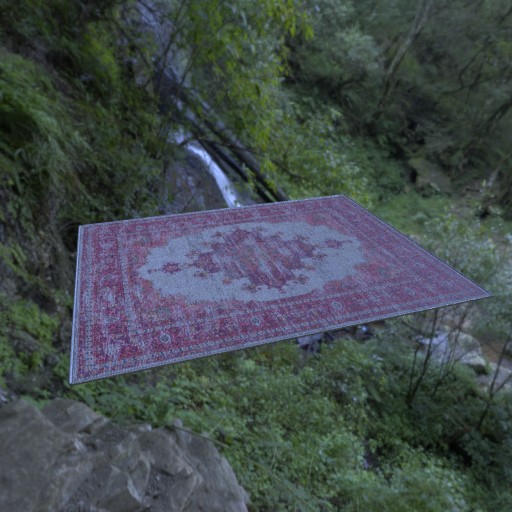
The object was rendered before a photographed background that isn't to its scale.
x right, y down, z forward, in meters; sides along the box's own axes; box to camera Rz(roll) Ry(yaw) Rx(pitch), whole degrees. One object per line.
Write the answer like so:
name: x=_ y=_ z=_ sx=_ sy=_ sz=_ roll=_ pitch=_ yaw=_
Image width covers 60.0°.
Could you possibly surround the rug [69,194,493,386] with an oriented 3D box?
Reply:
rug: x=0.000 y=0.000 z=4.060 sx=3.123 sy=0.017 sz=2.447 roll=-9 pitch=29 yaw=-16
